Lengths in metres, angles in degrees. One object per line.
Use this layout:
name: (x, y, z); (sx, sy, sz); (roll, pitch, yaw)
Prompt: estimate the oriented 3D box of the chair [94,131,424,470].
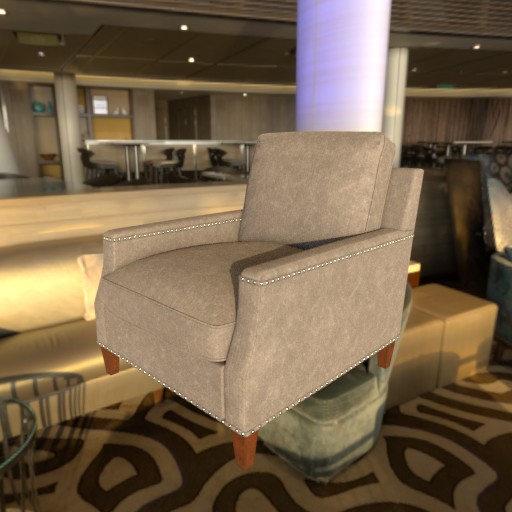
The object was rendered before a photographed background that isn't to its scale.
chair: (0.000, 0.000, 1.726); (0.853, 0.948, 1.014); (13, 20, 42)
